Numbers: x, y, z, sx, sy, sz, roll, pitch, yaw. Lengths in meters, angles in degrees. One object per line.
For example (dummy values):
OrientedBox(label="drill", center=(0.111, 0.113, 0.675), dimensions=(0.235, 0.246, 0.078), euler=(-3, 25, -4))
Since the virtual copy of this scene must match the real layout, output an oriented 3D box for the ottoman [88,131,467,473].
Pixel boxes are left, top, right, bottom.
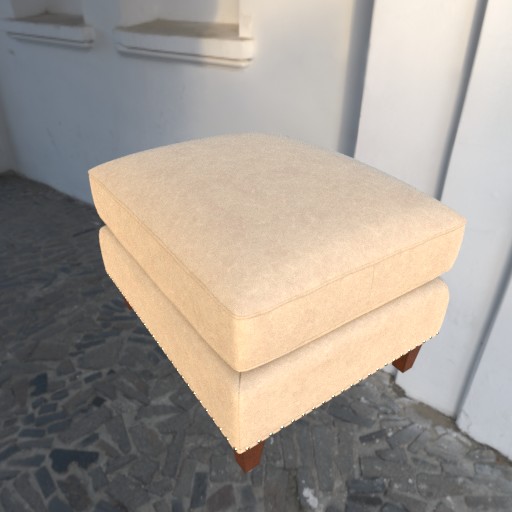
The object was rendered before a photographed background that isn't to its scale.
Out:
OrientedBox(label="ottoman", center=(0.000, 0.000, 1.118), dimensions=(0.584, 0.513, 0.741), euler=(-20, 37, -29))
